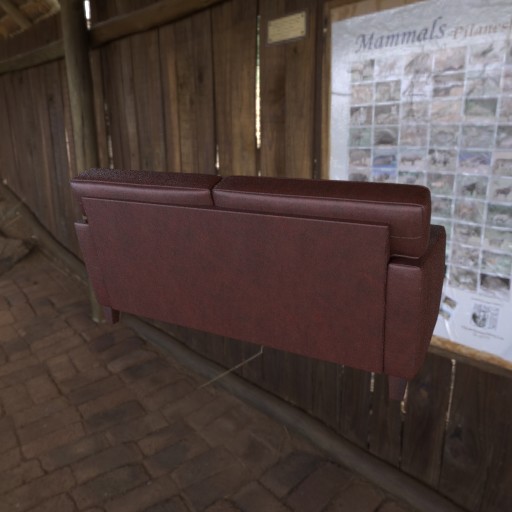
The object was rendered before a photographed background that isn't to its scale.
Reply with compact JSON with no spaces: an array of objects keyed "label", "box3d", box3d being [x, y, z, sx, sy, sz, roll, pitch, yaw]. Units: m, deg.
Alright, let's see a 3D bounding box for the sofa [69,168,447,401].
[{"label":"sofa","box3d":[0.000,0.000,2.416,1.876,0.928,0.912,8,18,27]}]
